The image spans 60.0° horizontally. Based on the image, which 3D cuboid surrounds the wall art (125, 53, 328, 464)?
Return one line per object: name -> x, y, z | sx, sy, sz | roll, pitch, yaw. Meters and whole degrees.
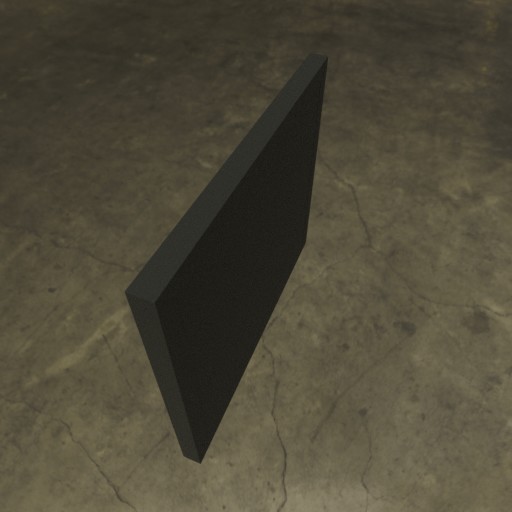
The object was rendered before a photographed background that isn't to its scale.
wall art -> 0.000, 0.000, 0.543 | 0.024, 0.329, 0.404 | 17, 50, 15
